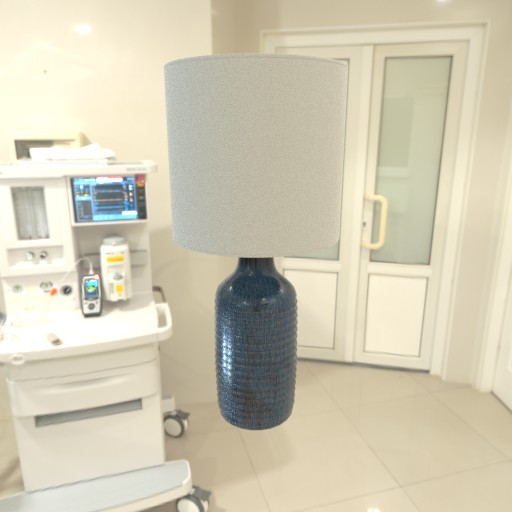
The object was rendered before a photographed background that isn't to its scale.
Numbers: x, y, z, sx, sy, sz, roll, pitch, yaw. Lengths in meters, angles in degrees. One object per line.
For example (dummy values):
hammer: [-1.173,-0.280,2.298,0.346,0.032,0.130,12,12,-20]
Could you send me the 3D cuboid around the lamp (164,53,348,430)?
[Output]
lamp: [0.000,0.000,0.605,0.220,0.475,0.220,-2,16,-9]
